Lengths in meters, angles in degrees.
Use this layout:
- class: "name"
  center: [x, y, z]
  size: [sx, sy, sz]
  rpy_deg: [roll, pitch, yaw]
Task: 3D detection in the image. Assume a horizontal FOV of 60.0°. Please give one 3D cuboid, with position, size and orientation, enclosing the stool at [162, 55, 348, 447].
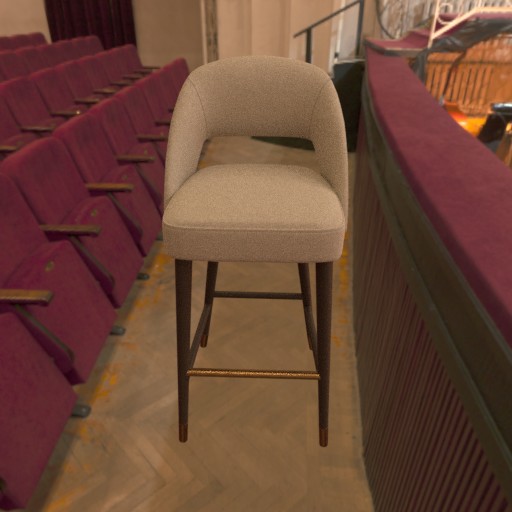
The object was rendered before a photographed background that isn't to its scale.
- class: "stool"
  center: [0.000, 0.000, 1.308]
  size: [0.494, 1.037, 0.509]
  rpy_deg: [1, 30, 2]
